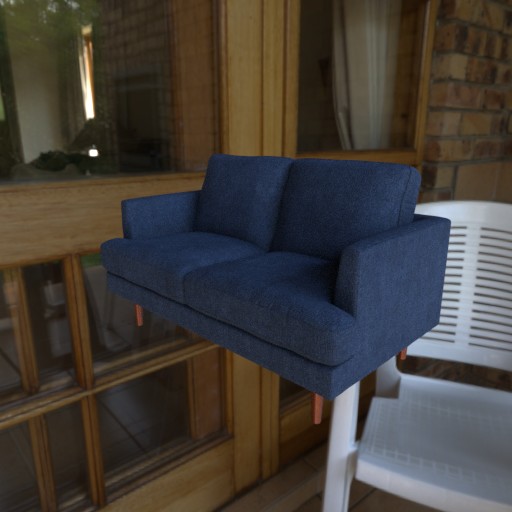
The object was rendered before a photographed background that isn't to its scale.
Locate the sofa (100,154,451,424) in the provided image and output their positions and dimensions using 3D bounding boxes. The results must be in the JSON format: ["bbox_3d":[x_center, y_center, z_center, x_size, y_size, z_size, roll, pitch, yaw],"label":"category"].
[{"bbox_3d":[0.000,0.000,2.210,1.582,0.944,0.903,15,22,42],"label":"sofa"}]
